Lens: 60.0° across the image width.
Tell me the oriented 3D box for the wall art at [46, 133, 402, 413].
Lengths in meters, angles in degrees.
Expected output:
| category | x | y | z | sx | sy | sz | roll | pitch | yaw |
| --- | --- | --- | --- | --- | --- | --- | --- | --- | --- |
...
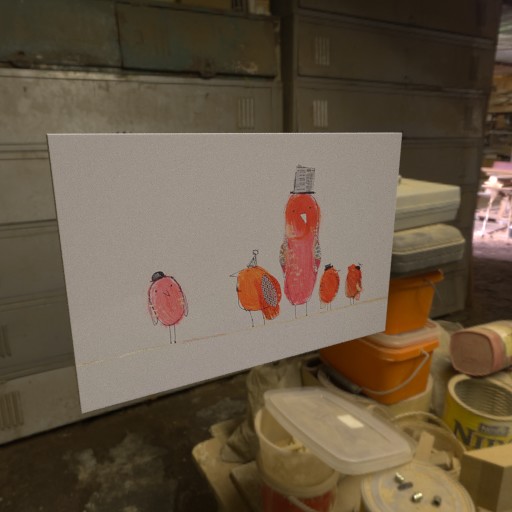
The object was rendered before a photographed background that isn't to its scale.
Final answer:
| category | x | y | z | sx | sy | sz | roll | pitch | yaw |
| --- | --- | --- | --- | --- | --- | --- | --- | --- | --- |
| wall art | 0.000 | 0.000 | 1.143 | 0.914 | 0.609 | 0.038 | -8 | 18 | -27 |
